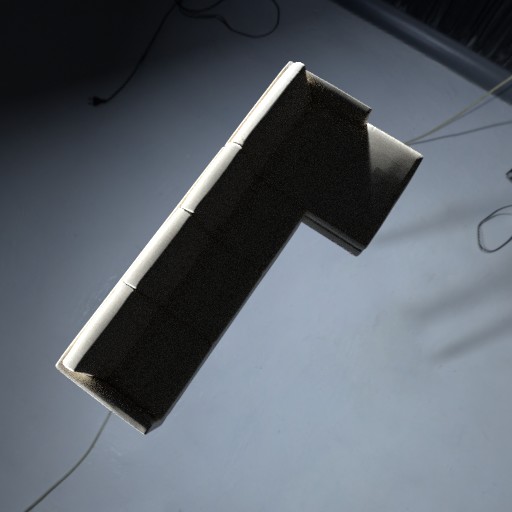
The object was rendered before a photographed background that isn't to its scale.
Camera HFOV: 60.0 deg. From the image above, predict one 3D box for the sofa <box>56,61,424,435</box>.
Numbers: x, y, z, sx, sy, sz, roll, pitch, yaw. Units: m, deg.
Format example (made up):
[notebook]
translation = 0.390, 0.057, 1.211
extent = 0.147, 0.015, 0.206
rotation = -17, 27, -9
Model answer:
[sofa]
translation = 0.000, 0.000, 4.047
extent = 1.603, 0.954, 3.471
rotation = 34, 78, 8
